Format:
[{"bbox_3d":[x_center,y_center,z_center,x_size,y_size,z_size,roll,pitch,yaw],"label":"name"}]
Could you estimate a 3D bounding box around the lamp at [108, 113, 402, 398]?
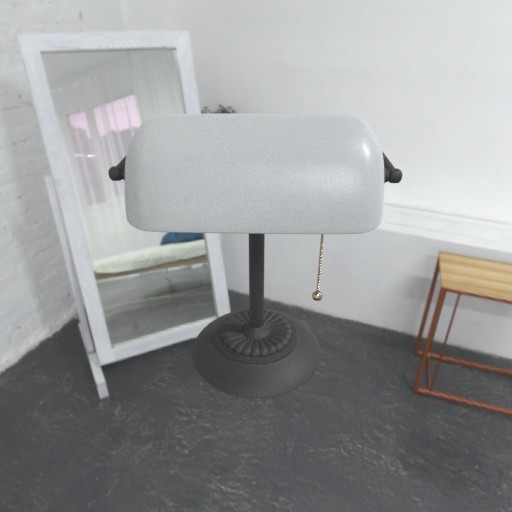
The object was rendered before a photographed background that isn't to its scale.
[{"bbox_3d":[0.000,0.000,0.510,0.264,0.339,0.243,1,30,1],"label":"lamp"}]
